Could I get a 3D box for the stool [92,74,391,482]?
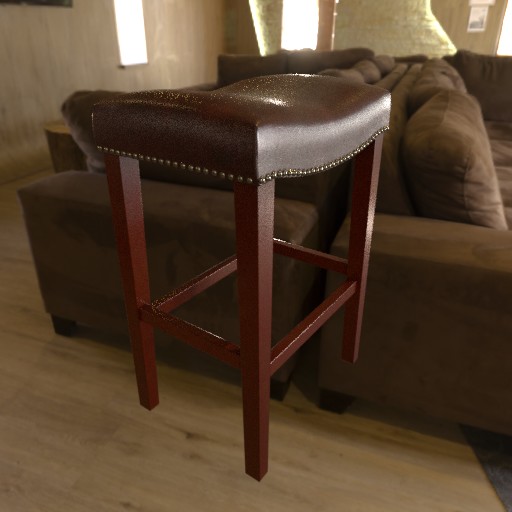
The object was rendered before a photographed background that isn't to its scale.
[{"bbox_3d":[0.000,0.000,1.011,0.372,0.742,0.504,18,32,32],"label":"stool"}]
